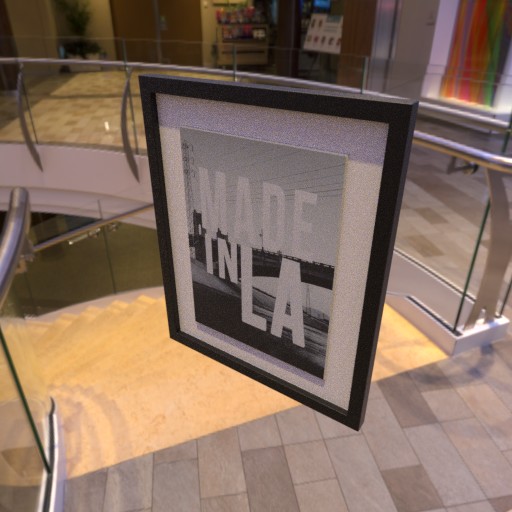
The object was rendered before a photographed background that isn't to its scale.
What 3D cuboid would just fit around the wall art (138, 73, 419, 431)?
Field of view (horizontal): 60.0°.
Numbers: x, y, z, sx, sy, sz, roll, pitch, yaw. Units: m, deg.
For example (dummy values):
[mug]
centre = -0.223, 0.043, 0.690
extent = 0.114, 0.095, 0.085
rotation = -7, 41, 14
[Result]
[wall art]
centre = 0.000, 0.000, 0.770
extent = 0.457, 0.559, 0.028
rotation = 18, 34, 29
